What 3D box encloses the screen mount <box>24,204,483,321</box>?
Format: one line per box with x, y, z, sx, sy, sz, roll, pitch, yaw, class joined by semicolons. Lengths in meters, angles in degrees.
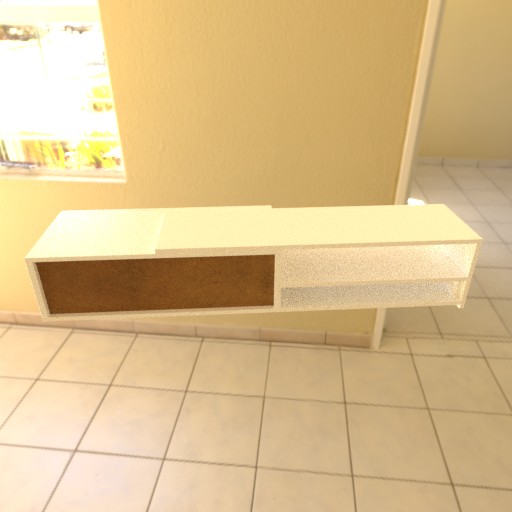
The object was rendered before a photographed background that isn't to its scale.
0.000;0.000;1.876;1.680;0.320;0.420;-2;30;-3;screen mount
